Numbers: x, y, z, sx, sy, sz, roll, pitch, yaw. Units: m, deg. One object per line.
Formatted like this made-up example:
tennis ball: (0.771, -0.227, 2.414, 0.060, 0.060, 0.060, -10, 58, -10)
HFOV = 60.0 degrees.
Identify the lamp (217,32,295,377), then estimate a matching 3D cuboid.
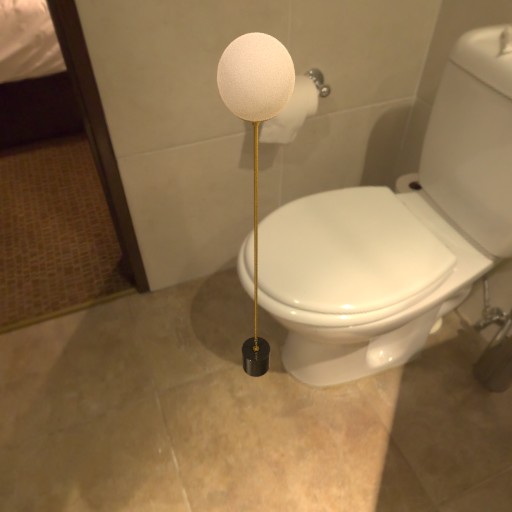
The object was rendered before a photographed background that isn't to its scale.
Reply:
lamp: (0.000, 0.000, 1.847, 0.229, 1.748, 0.229, 23, 50, 20)
